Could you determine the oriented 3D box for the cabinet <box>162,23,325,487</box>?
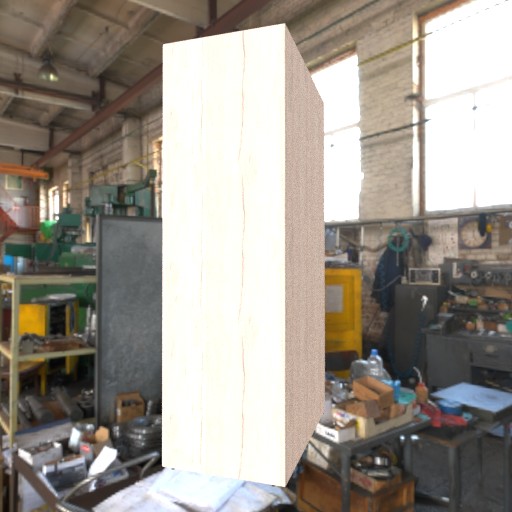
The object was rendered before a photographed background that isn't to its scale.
[{"bbox_3d":[0.000,0.000,2.394,0.580,1.930,0.980,0,-1,18],"label":"cabinet"}]
